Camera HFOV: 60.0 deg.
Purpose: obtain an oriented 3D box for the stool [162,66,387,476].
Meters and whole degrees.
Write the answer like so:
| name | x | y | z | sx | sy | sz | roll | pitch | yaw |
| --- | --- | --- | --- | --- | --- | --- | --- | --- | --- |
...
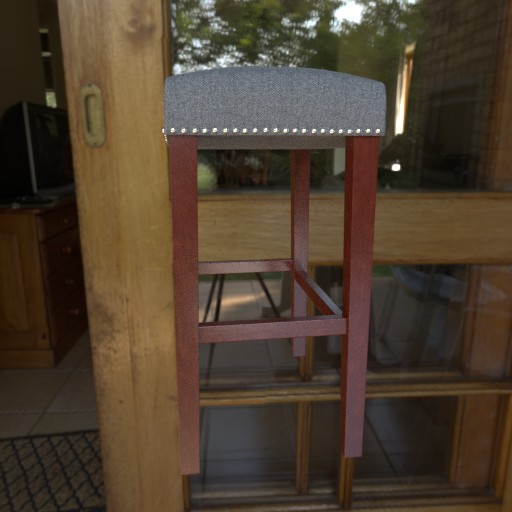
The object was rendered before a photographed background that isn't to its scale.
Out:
| name | x | y | z | sx | sy | sz | roll | pitch | yaw |
| --- | --- | --- | --- | --- | --- | --- | --- | --- | --- |
| stool | 0.000 | 0.000 | 1.015 | 0.372 | 0.742 | 0.504 | -2 | 14 | -8 |
